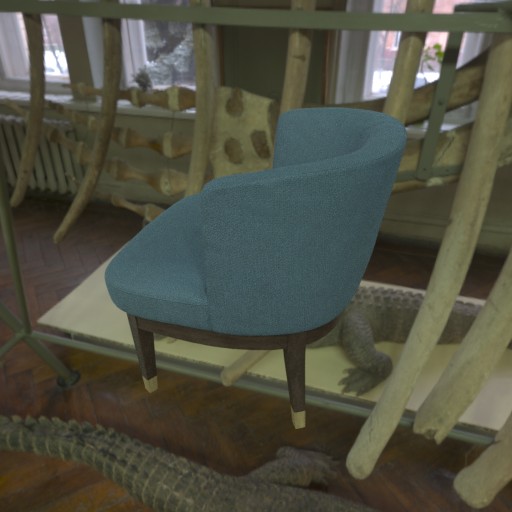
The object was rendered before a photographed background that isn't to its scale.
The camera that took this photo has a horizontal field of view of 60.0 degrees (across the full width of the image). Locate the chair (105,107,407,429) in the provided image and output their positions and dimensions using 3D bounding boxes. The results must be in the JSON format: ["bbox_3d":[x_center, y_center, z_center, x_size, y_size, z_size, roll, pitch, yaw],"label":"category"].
[{"bbox_3d":[0.000,0.000,1.260,0.702,0.760,0.661,9,32,14],"label":"chair"}]
